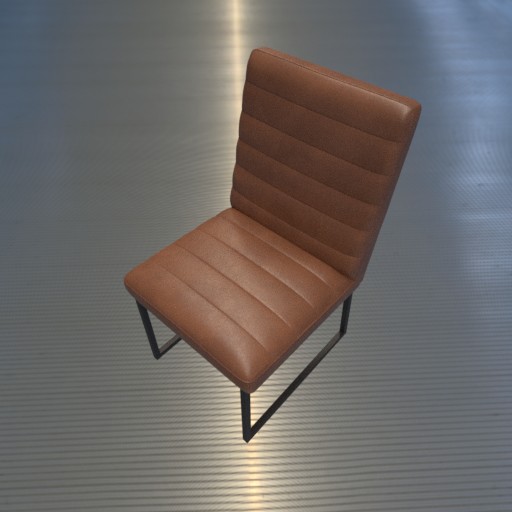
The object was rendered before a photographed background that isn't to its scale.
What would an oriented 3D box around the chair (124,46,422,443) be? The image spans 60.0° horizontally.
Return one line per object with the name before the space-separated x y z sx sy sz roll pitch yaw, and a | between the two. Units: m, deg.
chair | 0.000 0.000 1.320 0.520 0.930 0.634 33 55 27
